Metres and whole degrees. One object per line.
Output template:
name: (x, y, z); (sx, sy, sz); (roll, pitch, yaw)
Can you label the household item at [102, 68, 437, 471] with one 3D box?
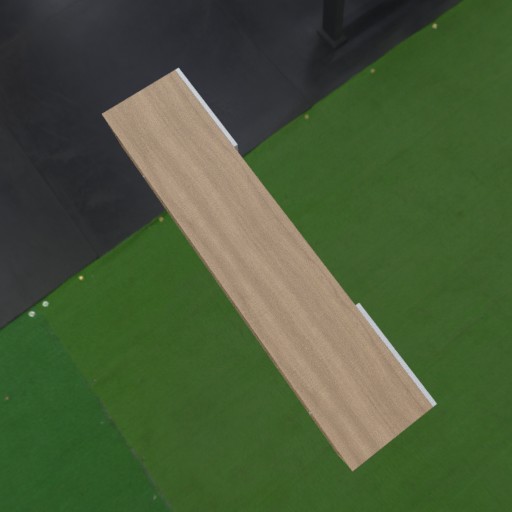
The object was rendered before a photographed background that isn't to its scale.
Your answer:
household item: (0.000, 0.000, 2.033); (0.420, 0.310, 1.850); (-35, 79, -8)
